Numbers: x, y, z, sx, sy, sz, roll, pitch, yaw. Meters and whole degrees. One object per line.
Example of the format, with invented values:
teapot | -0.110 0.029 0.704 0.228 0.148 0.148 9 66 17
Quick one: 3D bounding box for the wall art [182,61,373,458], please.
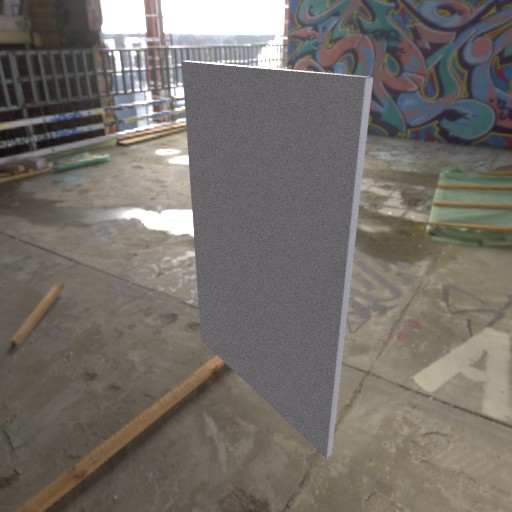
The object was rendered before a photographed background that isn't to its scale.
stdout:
wall art | 0.000 0.000 0.614 0.011 0.482 0.329 -19 32 -33
